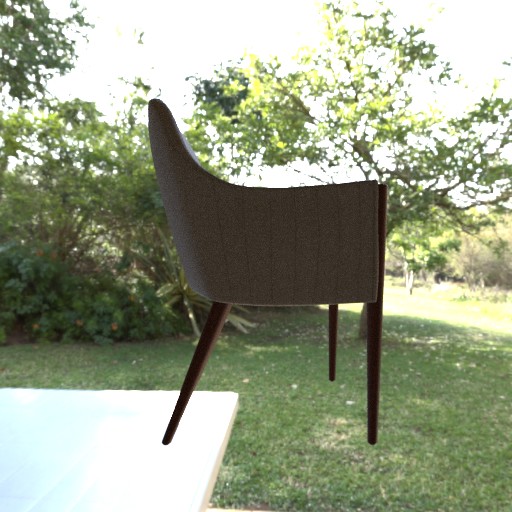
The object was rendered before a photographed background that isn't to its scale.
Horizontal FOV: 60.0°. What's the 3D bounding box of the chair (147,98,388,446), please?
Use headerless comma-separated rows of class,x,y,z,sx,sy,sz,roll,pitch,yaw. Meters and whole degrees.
chair,0.000,0.000,1.314,0.620,0.889,0.610,0,0,0
